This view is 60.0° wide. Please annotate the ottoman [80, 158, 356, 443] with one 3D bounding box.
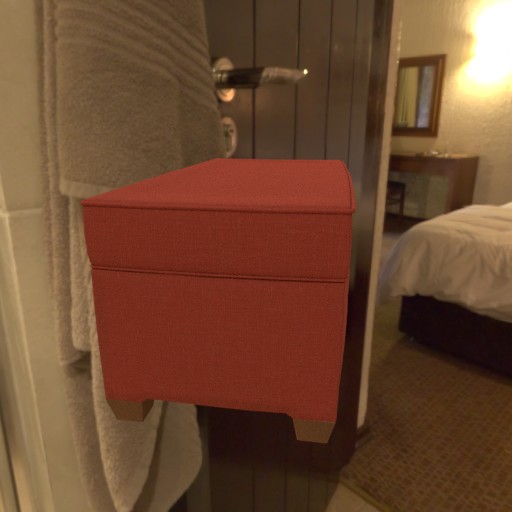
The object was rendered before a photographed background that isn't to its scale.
[{"bbox_3d":[0.000,0.000,1.222,0.497,0.454,0.948,3,17,9],"label":"ottoman"}]
